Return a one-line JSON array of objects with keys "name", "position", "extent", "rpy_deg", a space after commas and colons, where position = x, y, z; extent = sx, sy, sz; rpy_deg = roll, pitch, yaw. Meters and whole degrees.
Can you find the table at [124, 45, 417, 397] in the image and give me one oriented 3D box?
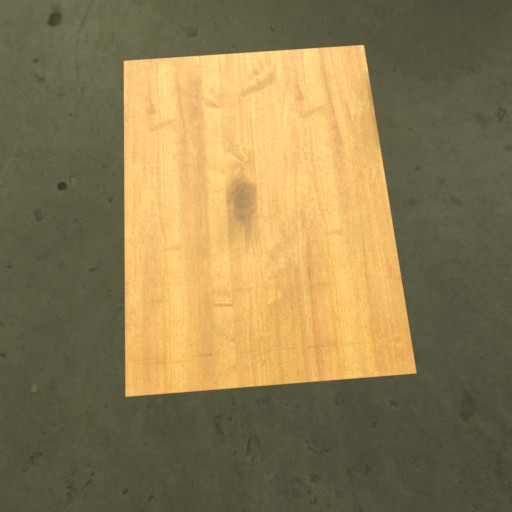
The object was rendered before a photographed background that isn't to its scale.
[{"name": "table", "position": [0.000, 0.000, 1.226], "extent": [0.500, 0.813, 0.660], "rpy_deg": [-4, 76, -1]}]
